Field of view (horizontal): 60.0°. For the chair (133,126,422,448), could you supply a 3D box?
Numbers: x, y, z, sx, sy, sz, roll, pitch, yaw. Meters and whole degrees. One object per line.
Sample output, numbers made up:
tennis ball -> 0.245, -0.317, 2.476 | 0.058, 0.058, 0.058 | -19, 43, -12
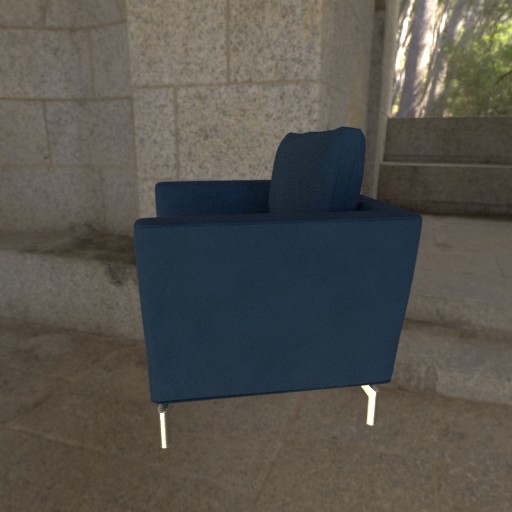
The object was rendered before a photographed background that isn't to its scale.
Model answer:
chair -> 0.000, 0.000, 1.608 | 0.746, 0.893, 0.977 | -2, 15, -9
